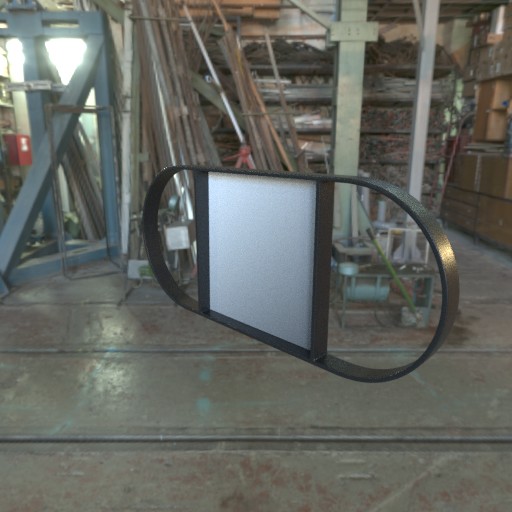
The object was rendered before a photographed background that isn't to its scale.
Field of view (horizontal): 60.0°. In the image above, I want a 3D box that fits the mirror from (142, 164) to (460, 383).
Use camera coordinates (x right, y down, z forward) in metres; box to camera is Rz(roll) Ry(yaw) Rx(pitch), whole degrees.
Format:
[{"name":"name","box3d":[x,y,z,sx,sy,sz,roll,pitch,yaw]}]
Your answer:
[{"name":"mirror","box3d":[0.000,0.000,0.664,0.584,0.254,0.032,14,21,43]}]
